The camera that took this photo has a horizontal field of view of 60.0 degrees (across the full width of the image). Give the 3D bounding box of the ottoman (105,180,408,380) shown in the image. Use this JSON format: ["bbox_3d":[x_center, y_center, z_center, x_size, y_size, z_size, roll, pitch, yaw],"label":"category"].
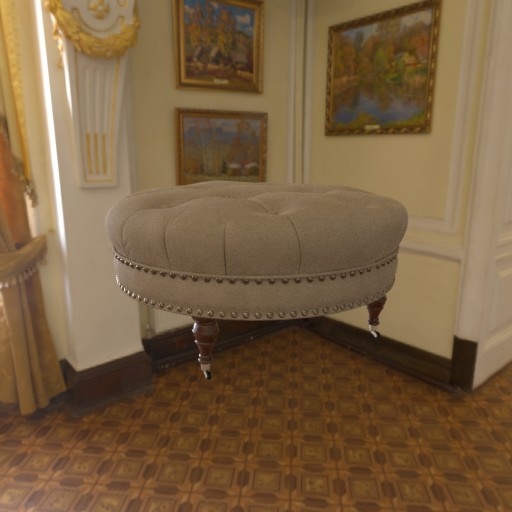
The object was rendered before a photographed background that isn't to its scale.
[{"bbox_3d":[0.000,0.000,1.401,0.901,0.439,0.901,0,14,0],"label":"ottoman"}]
